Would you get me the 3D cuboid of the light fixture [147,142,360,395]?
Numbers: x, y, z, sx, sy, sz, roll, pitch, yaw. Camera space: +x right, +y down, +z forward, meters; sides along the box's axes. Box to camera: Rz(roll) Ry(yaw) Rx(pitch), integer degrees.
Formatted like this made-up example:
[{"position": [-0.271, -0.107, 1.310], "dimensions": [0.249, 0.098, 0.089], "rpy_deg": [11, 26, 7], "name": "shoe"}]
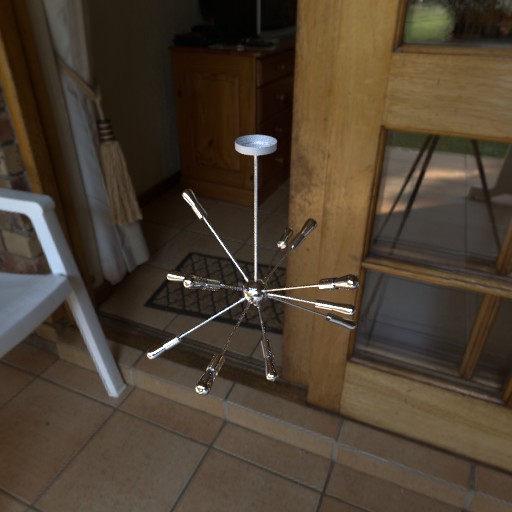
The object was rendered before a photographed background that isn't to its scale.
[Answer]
[{"position": [0.000, 0.000, 1.062], "dimensions": [0.509, 0.558, 0.684], "rpy_deg": [10, 33, 15], "name": "light fixture"}]
